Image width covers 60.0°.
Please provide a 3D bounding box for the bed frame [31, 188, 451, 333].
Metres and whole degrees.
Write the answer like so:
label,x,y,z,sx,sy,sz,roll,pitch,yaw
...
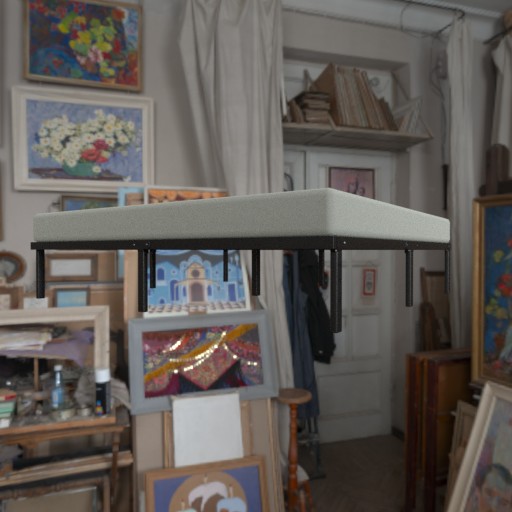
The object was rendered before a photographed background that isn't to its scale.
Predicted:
label,x,y,z,sx,sy,sz,roll,pitch,yaw
bed frame,0.000,0.000,3.802,2.635,0.680,2.526,0,1,35
